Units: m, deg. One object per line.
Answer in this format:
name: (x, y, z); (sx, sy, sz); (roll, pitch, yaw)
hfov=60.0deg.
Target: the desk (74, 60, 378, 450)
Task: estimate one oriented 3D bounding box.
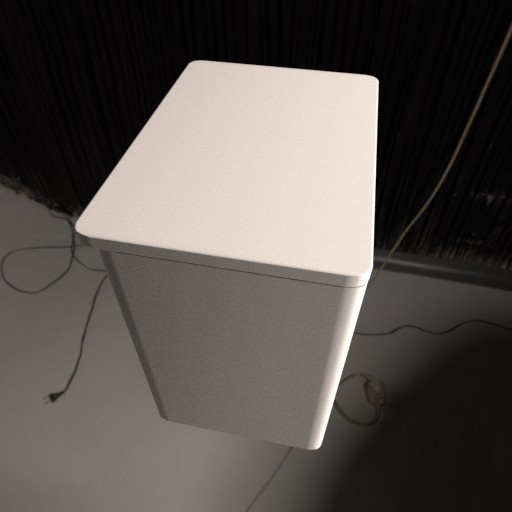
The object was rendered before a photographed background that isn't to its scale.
desk: (0.000, 0.000, 1.318); (0.549, 0.800, 0.762); (8, 47, 8)
